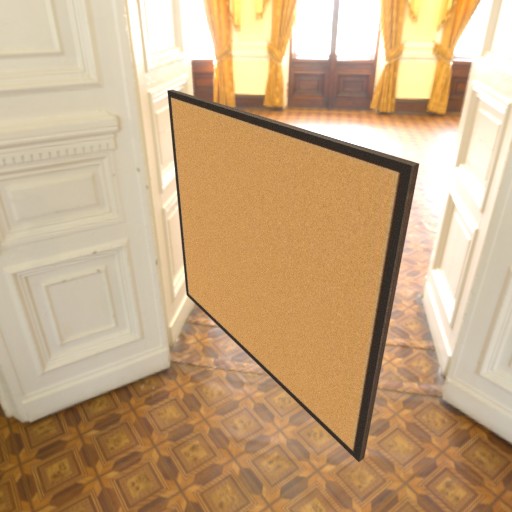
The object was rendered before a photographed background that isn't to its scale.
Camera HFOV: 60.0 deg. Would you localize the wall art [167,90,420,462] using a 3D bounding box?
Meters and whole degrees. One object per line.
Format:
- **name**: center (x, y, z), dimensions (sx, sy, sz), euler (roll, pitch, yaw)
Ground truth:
- **wall art**: center (0.000, 0.000, 1.421), dimensions (0.023, 0.875, 1.033), euler (-20, 35, -31)
